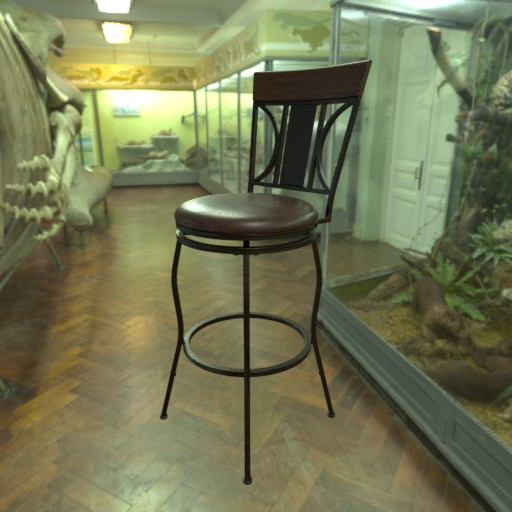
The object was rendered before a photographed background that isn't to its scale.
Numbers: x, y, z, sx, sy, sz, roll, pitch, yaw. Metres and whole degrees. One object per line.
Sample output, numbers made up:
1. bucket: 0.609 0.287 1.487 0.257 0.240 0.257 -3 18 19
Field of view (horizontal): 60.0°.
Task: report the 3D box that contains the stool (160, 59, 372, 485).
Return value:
1. stool: 0.000 0.000 1.382 0.448 1.130 0.513 16 23 42
